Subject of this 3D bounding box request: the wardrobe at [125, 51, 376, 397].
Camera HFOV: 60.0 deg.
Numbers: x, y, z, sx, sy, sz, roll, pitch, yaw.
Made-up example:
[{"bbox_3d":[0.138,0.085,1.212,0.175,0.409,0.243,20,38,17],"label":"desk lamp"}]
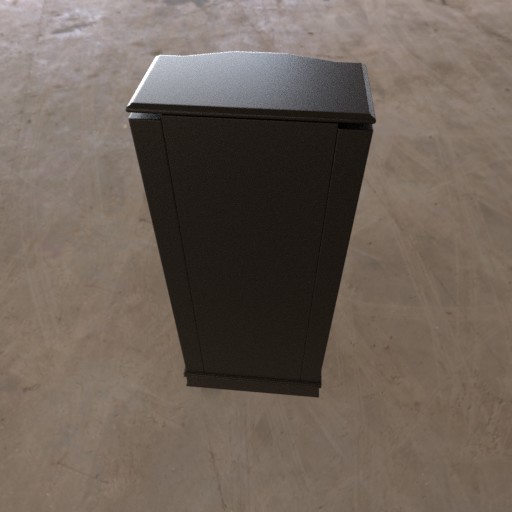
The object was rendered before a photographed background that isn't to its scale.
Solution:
[{"bbox_3d":[0.000,0.000,1.209,0.444,1.011,0.295,4,47,4],"label":"wardrobe"}]
